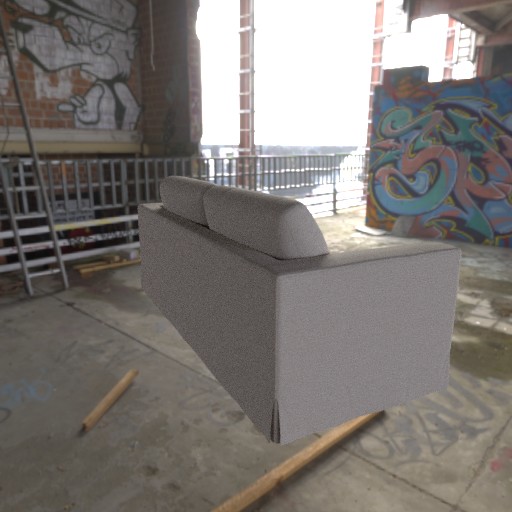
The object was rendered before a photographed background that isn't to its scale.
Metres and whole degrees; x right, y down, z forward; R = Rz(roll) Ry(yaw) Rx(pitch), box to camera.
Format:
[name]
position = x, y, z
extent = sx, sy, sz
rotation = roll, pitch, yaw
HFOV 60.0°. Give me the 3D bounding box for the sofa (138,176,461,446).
[sofa]
position = 0.000, 0.000, 2.680
extent = 0.954, 0.881, 2.163
rotation = -7, 16, -26
